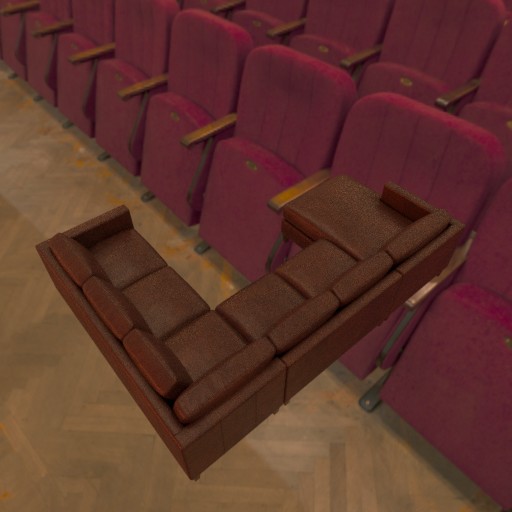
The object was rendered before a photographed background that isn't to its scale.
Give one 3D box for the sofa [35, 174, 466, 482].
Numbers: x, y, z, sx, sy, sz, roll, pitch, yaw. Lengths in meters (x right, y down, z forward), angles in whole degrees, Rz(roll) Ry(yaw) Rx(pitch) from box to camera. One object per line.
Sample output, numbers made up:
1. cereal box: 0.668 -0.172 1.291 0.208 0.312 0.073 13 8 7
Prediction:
1. sofa: 0.000 0.000 4.422 3.324 0.891 2.452 -32 54 -27
